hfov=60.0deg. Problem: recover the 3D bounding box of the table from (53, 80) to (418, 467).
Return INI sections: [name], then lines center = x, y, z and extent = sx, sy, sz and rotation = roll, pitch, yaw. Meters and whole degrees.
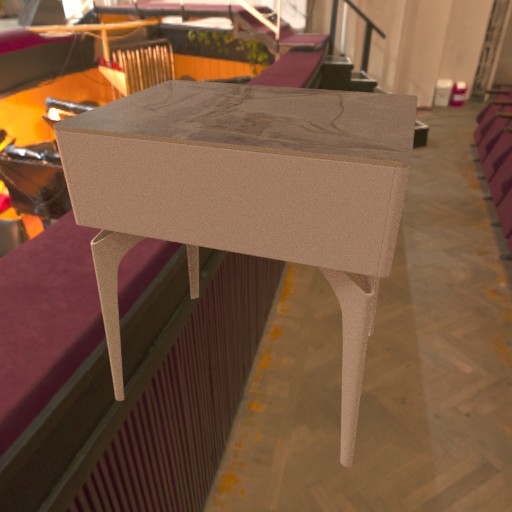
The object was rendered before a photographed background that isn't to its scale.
[table]
center = 0.000, 0.000, 0.876
extent = 0.500, 0.570, 0.400
rotation = 10, 33, 16
